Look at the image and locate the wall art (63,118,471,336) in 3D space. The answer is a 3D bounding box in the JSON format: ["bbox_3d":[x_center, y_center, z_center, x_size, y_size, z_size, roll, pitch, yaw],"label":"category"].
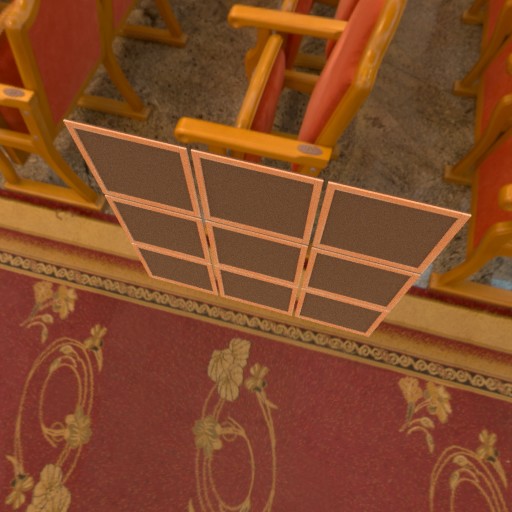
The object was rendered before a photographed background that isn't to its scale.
[{"bbox_3d":[0.000,0.000,2.281,1.520,1.525,0.013,15,65,7],"label":"wall art"}]
